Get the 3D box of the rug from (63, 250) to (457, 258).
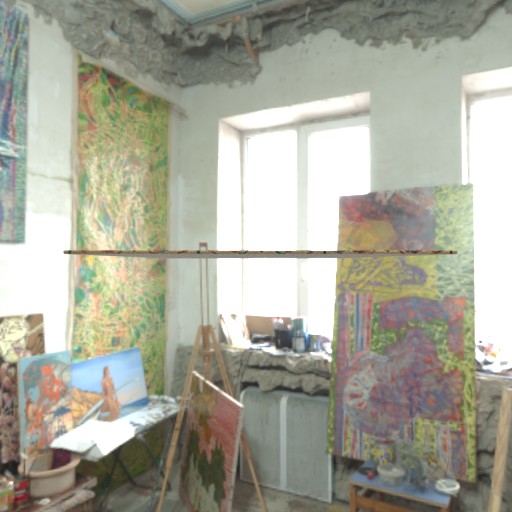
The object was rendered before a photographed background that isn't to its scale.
[{"bbox_3d":[0.000,0.000,2.289,1.226,0.013,1.838,0,-1,-1],"label":"rug"}]
